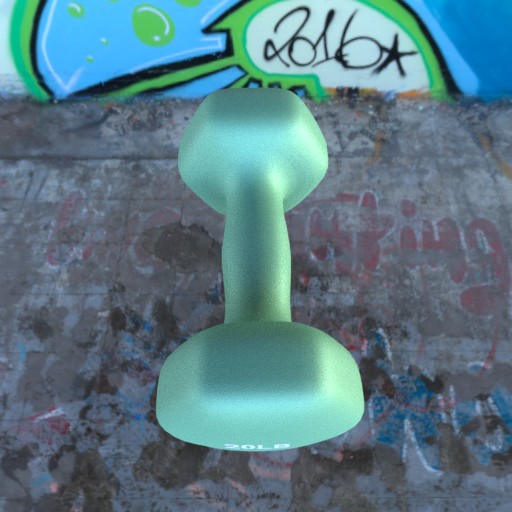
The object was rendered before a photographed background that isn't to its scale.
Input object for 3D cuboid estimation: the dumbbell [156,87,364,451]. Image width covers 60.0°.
[{"bbox_3d":[0.000,0.000,0.326,0.129,0.117,0.260,-1,59,0],"label":"dumbbell"}]
